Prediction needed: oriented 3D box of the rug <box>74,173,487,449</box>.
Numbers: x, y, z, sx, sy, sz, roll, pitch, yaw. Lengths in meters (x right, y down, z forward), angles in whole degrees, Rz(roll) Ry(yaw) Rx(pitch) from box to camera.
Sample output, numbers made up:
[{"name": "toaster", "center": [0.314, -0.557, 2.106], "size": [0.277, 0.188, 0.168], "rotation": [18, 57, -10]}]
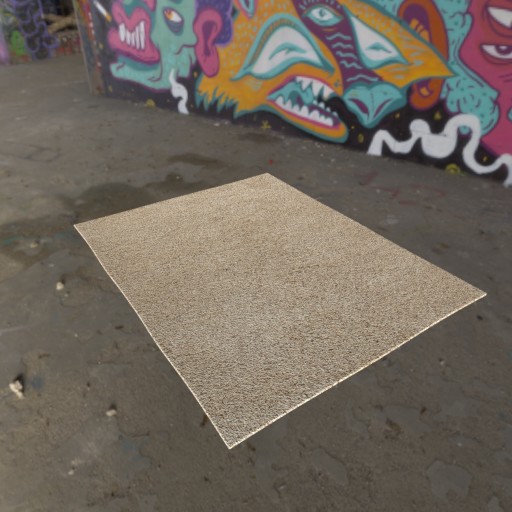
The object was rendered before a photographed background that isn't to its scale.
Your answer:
[{"name": "rug", "center": [0.000, 0.000, 4.002], "size": [2.400, 0.025, 3.000], "rotation": [-20, 38, -28]}]
